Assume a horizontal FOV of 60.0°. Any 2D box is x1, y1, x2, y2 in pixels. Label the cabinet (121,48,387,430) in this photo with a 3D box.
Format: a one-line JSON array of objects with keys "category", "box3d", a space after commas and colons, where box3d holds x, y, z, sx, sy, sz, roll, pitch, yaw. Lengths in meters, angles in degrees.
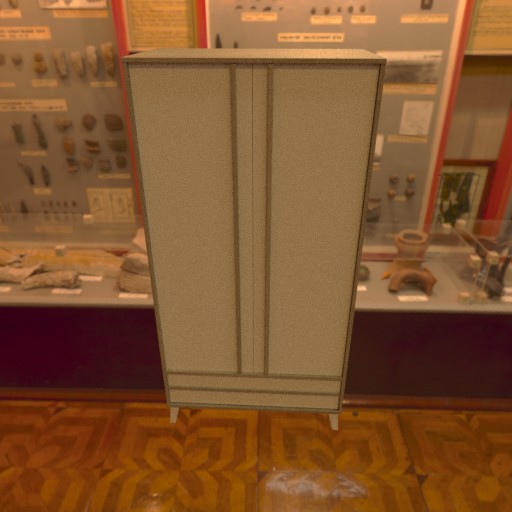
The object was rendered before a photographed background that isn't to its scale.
[{"category": "cabinet", "box3d": [0.000, 0.000, 2.394, 1.006, 1.999, 0.571, 1, 28, 3]}]
